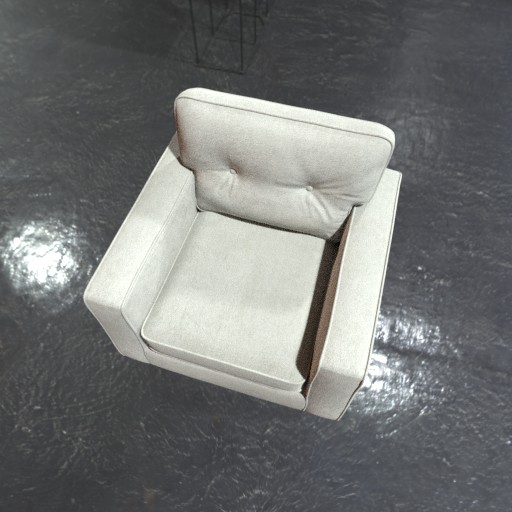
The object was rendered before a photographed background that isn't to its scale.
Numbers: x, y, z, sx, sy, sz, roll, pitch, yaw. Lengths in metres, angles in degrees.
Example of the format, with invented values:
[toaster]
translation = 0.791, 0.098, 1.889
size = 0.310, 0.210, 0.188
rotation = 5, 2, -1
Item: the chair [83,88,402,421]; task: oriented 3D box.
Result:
[chair]
translation = 0.000, 0.000, 1.817
size = 1.015, 0.965, 0.939
rotation = 14, 59, 9
